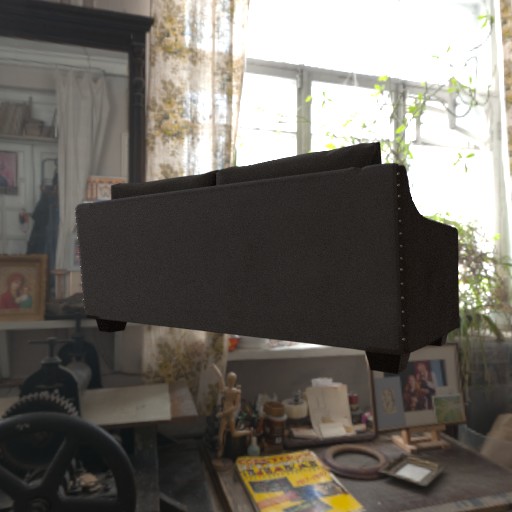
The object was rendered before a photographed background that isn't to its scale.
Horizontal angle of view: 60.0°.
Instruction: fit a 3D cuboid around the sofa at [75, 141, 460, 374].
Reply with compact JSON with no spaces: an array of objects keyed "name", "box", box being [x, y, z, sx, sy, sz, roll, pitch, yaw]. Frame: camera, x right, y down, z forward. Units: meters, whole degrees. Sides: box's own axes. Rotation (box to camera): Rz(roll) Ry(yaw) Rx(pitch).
[{"name":"sofa","box":[0.000,0.000,3.276,2.550,1.196,1.336,-1,-1,35]}]
